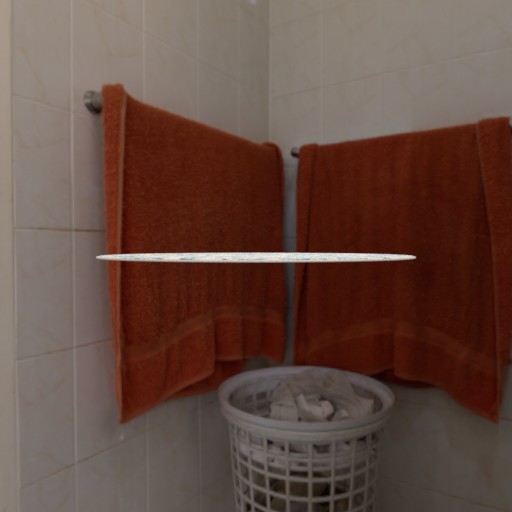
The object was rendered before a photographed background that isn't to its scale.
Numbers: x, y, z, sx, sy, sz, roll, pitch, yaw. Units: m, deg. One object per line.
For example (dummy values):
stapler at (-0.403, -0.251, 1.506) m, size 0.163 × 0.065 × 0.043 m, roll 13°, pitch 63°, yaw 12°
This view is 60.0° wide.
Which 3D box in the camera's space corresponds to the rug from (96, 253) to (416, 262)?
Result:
rug at (0.000, 0.000, 2.344) m, size 1.593 × 0.012 × 1.593 m, roll 0°, pitch 1°, yaw 0°
